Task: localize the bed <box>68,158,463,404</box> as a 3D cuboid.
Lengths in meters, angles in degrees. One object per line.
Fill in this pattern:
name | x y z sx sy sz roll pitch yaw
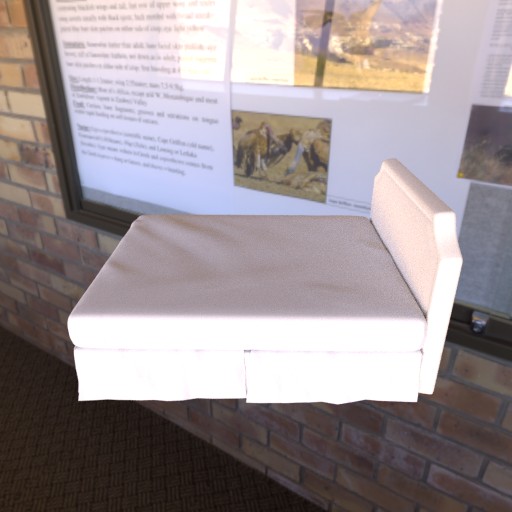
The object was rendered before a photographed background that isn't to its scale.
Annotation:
bed | 0.000 0.000 3.623 2.498 1.293 1.977 0 26 1
